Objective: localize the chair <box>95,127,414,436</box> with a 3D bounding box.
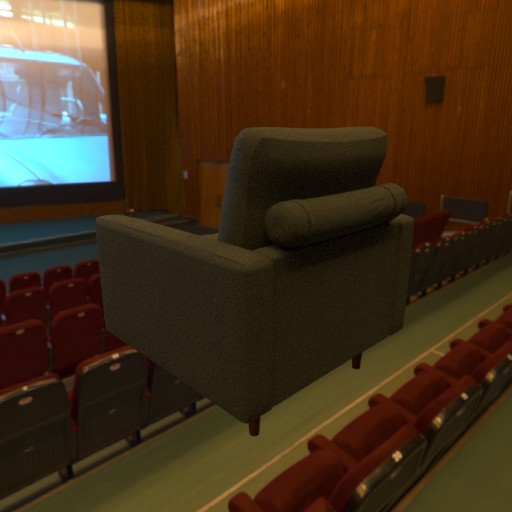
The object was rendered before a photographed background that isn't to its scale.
[{"bbox_3d":[0.000,0.000,1.574,0.821,0.880,0.843,-15,22,-42],"label":"chair"}]
